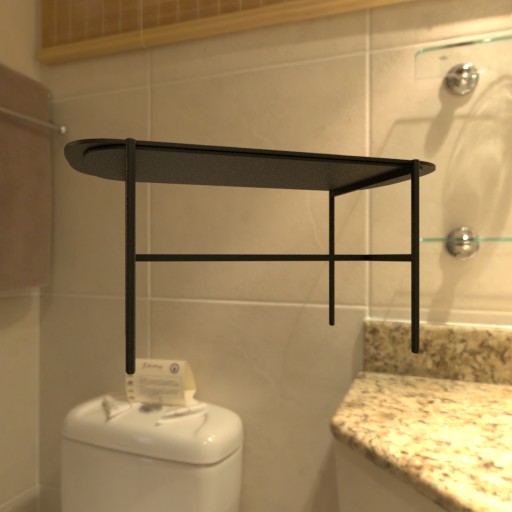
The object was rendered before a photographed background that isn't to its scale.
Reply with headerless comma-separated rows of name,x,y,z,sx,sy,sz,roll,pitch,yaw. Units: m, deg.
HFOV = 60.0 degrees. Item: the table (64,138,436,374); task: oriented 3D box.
table,0.000,0.000,1.015,0.800,0.400,0.400,0,0,-17
